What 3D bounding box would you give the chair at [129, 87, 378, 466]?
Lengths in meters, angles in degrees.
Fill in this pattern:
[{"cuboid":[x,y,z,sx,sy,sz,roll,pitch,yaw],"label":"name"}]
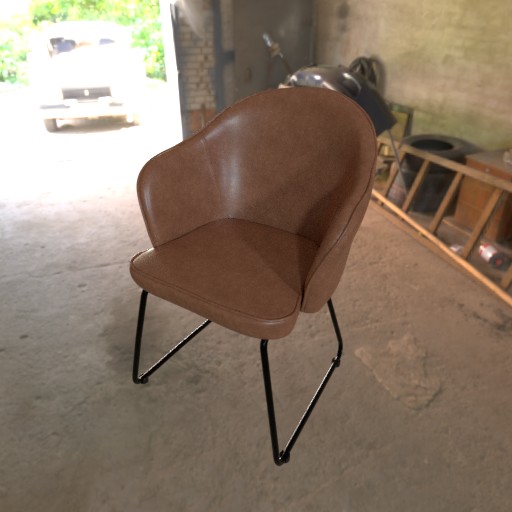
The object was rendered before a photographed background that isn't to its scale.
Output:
[{"cuboid":[0.000,0.000,1.200,0.582,0.785,0.580,18,35,27],"label":"chair"}]
